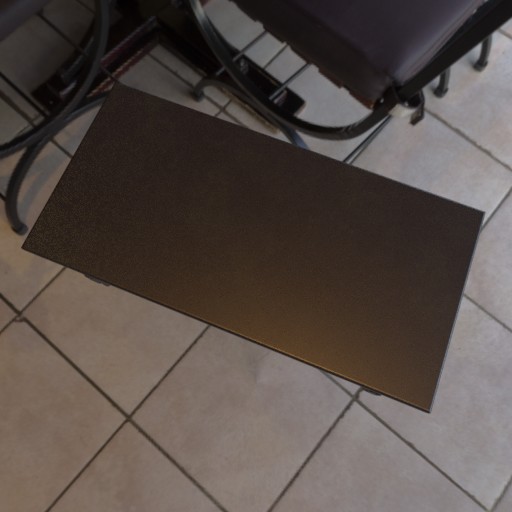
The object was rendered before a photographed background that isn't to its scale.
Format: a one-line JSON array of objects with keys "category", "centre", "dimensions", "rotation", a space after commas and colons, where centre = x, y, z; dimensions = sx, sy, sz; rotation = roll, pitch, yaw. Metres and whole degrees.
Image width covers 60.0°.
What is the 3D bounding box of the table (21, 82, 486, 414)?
[{"category": "table", "centre": [0.000, 0.000, 1.415], "dimensions": [1.107, 0.510, 0.550], "rotation": [21, 75, 6]}]
